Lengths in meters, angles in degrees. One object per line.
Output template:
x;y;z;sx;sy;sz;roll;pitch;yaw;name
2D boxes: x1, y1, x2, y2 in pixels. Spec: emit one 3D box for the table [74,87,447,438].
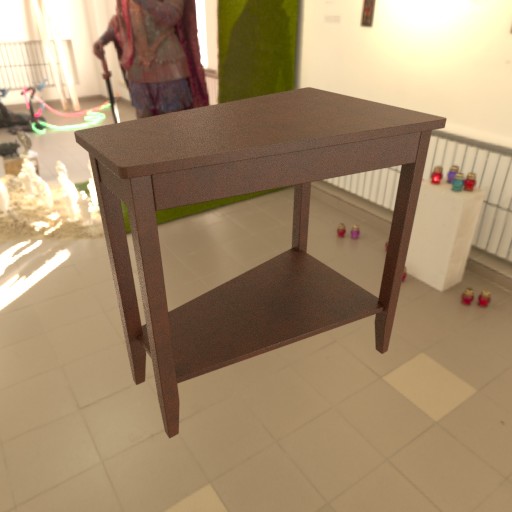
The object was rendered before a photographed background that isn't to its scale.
0.000;0.000;0.974;0.605;0.589;0.399;-20;36;-30;table
